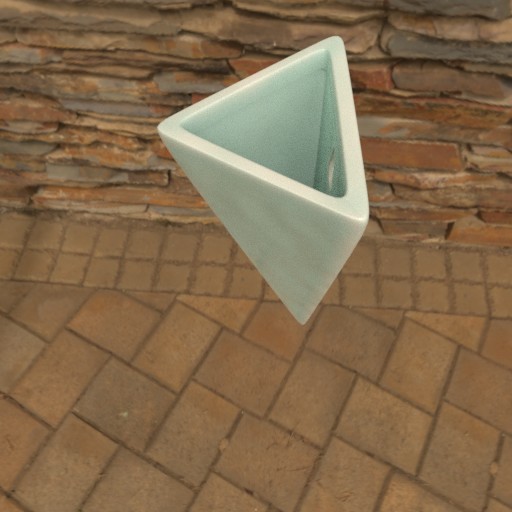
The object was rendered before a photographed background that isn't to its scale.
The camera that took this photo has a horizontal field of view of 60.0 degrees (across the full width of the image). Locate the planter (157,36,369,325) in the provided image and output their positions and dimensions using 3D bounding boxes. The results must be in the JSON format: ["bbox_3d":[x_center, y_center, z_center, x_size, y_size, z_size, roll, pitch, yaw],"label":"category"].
[{"bbox_3d":[0.000,0.000,0.215,0.064,0.178,0.080,0,60,0],"label":"planter"}]
